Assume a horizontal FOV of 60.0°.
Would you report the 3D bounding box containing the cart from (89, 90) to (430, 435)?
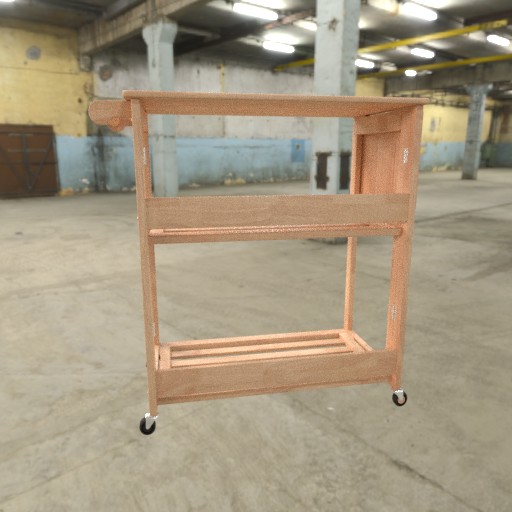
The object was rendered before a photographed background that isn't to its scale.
[{"bbox_3d":[0.000,0.000,1.346,0.853,0.879,0.432,-2,13,-11],"label":"cart"}]
